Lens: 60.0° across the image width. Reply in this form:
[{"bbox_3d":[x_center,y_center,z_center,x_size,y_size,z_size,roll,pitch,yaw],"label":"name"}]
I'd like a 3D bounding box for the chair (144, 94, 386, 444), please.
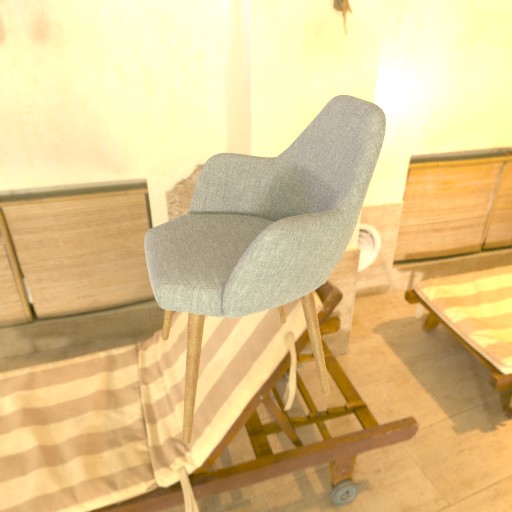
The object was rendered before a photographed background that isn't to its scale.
[{"bbox_3d":[0.000,0.000,1.279,0.610,0.840,0.590,-9,30,-15],"label":"chair"}]
